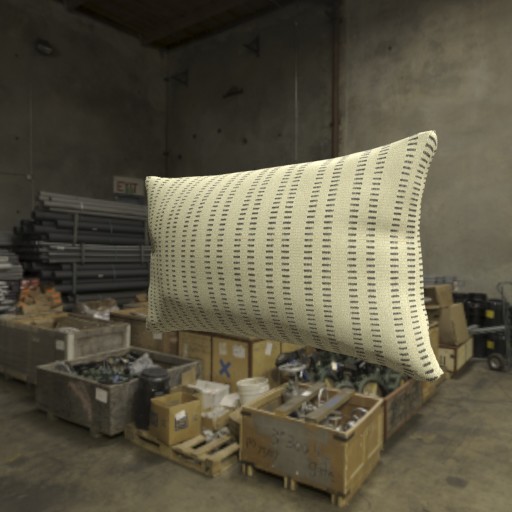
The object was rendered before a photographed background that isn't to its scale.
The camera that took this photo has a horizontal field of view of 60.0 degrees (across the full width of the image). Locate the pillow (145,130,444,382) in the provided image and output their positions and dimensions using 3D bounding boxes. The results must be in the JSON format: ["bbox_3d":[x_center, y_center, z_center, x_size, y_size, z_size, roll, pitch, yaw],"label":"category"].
[{"bbox_3d":[0.000,0.000,0.803,0.640,0.353,0.210,0,1,38],"label":"pillow"}]
